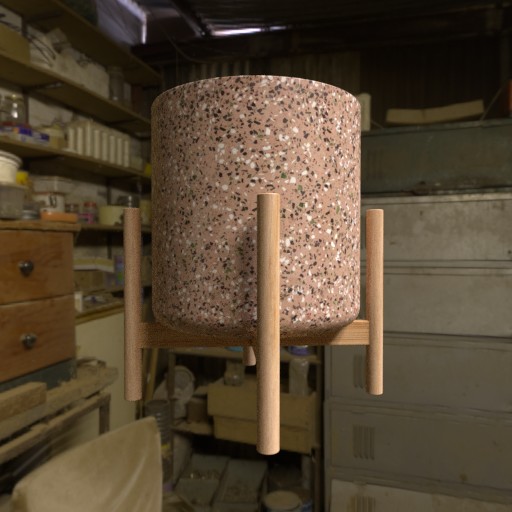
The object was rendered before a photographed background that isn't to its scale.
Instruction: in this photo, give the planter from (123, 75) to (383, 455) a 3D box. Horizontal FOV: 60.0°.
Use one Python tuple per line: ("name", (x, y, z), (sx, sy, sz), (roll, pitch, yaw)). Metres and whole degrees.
("planter", (0.000, 0.000, 0.663), (0.360, 0.419, 0.360), (0, 1, 18))
